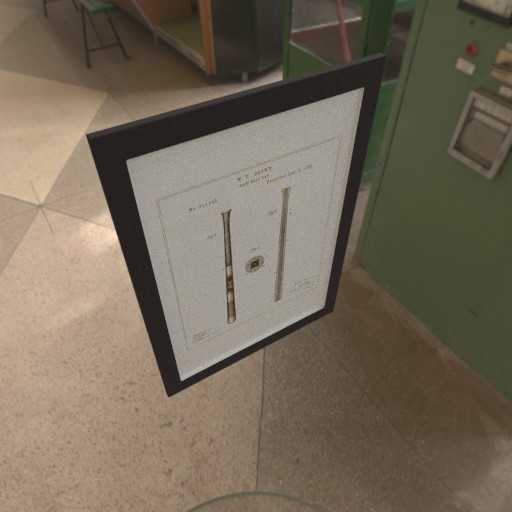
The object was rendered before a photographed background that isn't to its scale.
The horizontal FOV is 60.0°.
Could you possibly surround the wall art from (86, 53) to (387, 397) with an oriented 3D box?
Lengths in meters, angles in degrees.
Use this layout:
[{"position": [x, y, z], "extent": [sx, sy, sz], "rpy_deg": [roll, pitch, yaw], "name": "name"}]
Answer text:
[{"position": [0.000, 0.000, 0.678], "extent": [0.374, 0.529, 0.012], "rpy_deg": [-24, 51, -21], "name": "wall art"}]
